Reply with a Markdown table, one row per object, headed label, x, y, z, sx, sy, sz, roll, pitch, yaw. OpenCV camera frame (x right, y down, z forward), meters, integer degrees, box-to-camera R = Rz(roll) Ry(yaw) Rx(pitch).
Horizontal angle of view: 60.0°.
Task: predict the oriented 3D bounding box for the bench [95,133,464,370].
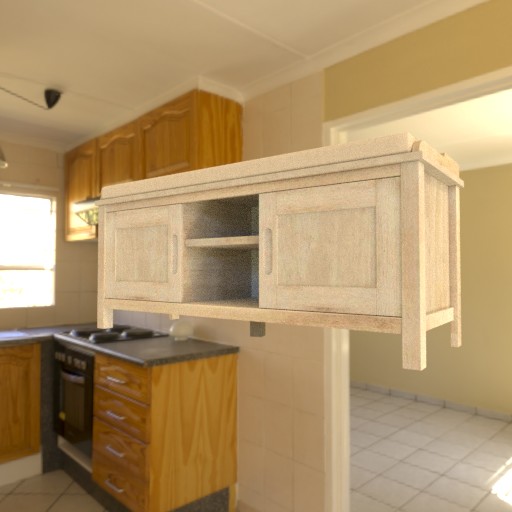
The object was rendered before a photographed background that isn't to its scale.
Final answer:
| label | x | y | z | sx | sy | sz | roll | pitch | yaw |
| --- | --- | --- | --- | --- | --- | --- | --- | --- | --- |
| bench | 0.000 | 0.000 | 1.402 | 1.140 | 0.501 | 0.398 | -1 | -2 | 36 |
